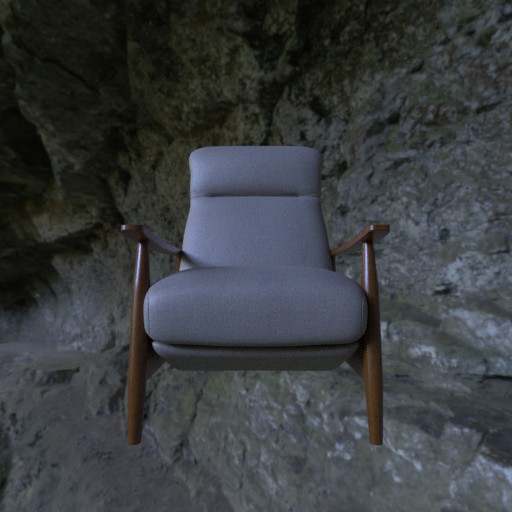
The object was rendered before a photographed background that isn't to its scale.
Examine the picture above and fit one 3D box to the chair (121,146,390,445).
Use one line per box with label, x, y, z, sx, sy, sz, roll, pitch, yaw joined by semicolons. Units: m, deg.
chair;0.000;0.000;1.756;0.762;1.082;1.032;0;0;0
